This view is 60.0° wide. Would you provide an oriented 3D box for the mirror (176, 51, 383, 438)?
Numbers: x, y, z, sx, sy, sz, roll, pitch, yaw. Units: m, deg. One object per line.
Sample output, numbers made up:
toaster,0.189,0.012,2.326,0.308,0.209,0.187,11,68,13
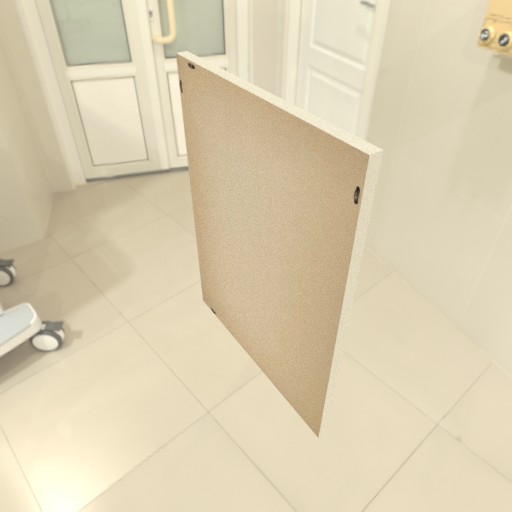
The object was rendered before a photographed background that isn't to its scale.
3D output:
mirror,0.000,0.000,1.370,0.041,1.016,0.762,-24,46,-26
